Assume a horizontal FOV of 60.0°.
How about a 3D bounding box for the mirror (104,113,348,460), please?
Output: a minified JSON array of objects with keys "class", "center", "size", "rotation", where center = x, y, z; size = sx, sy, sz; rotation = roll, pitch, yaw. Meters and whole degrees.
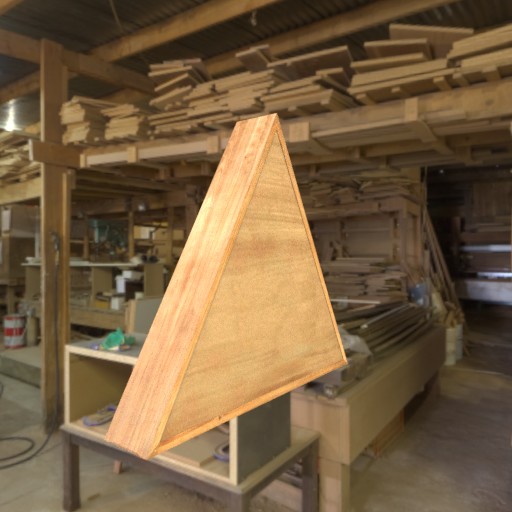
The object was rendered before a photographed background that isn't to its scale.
[{"class":"mirror","center":[0.000,0.000,0.883],"size":[0.100,0.548,0.631],"rotation":[1,1,37]}]
